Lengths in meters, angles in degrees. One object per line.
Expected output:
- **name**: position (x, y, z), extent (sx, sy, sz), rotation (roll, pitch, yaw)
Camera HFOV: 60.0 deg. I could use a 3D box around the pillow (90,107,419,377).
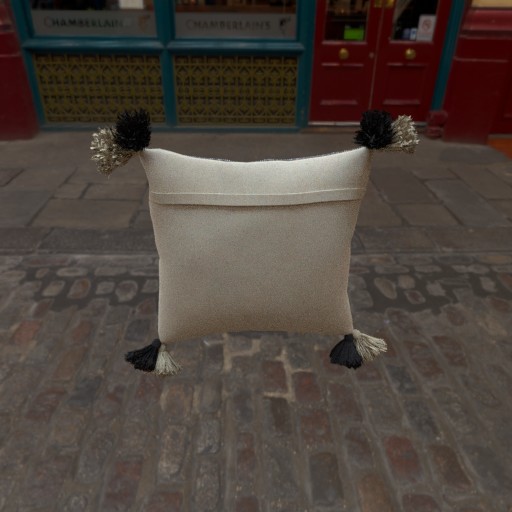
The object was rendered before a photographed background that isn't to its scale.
- **pillow**: position (0.000, 0.000, 0.993), extent (0.654, 0.659, 0.170), rotation (-1, 29, -2)
